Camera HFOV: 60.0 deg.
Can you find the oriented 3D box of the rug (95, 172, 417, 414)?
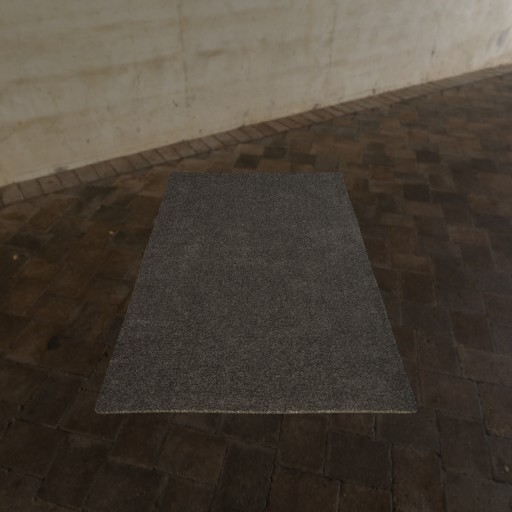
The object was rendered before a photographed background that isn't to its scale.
[{"bbox_3d":[0.000,0.000,2.976,1.502,0.025,2.350,0,38,0],"label":"rug"}]
